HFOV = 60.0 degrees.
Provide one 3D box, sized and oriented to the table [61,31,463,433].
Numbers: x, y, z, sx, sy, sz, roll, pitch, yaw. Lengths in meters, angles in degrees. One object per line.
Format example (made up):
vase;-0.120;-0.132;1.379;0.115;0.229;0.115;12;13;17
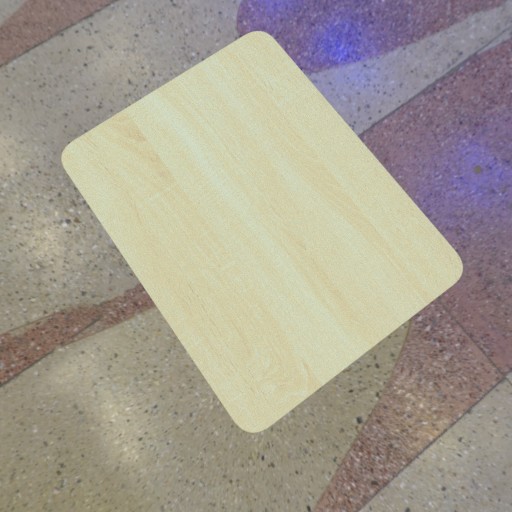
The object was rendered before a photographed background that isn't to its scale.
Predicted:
table;0.000;0.000;0.883;0.370;0.550;0.480;-35;79;-8
